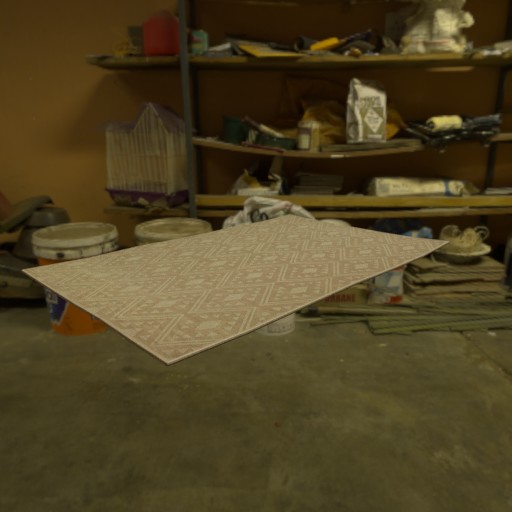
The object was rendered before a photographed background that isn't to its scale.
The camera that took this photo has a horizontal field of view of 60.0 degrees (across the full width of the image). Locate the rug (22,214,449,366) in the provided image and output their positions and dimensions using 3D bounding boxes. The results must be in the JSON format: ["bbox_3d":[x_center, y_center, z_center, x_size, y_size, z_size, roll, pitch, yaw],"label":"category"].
[{"bbox_3d":[0.000,0.000,2.941,2.430,0.053,1.553,-15,22,-42],"label":"rug"}]
